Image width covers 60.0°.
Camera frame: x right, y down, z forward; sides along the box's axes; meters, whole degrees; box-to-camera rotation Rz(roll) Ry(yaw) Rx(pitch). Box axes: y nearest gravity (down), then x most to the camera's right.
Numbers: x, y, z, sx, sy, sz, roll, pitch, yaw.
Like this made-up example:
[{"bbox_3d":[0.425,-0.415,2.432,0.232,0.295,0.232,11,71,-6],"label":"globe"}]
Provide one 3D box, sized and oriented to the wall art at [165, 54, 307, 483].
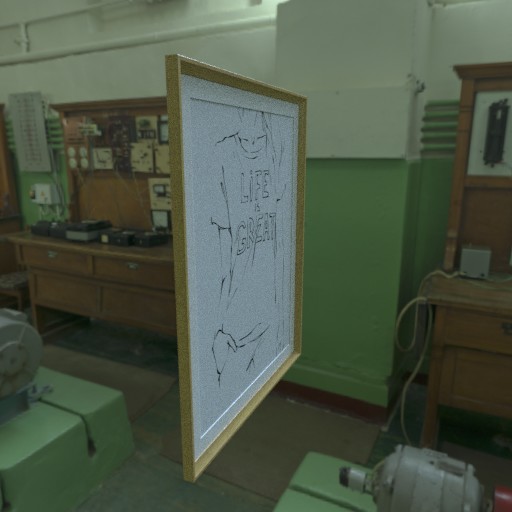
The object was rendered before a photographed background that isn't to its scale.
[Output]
[{"bbox_3d":[0.000,0.000,1.356,0.030,1.002,0.798,6,15,25],"label":"wall art"}]
